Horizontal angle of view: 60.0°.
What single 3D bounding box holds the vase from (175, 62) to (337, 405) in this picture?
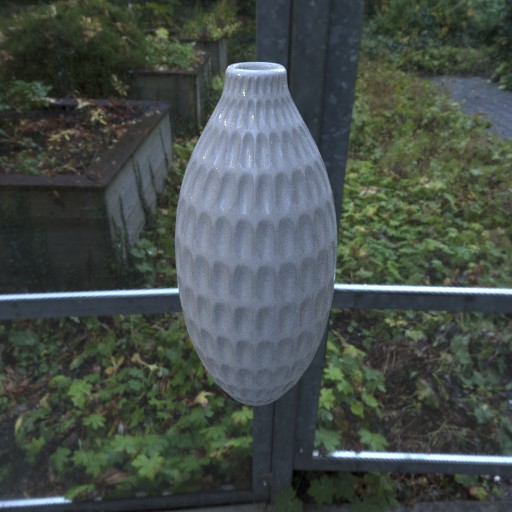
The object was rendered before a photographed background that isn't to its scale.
[{"bbox_3d":[0.000,0.000,0.354,0.127,0.282,0.127,0,31,0],"label":"vase"}]
